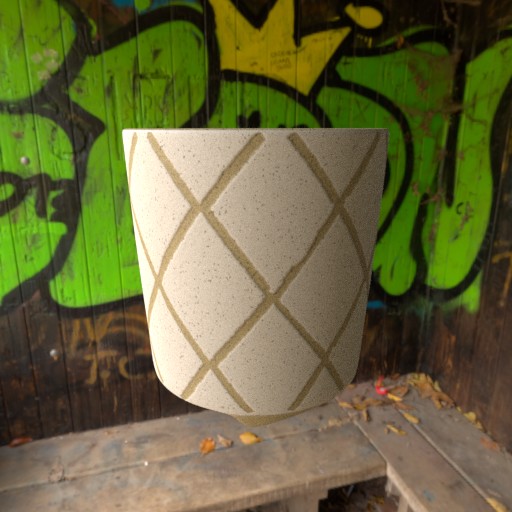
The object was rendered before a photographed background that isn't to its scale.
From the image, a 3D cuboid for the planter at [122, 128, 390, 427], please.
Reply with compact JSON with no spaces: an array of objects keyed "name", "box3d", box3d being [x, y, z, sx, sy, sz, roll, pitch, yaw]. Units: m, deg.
[{"name":"planter","box3d":[0.000,0.000,0.425,0.228,0.235,0.228,0,16,0]}]
